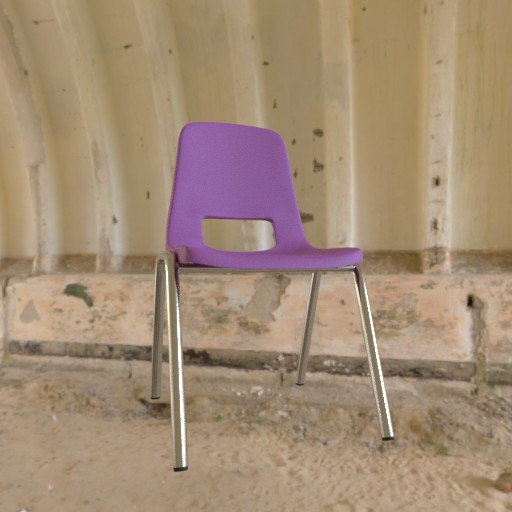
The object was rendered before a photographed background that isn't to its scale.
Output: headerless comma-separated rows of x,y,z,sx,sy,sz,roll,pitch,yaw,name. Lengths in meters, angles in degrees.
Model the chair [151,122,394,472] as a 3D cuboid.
0.000,0.000,0.683,0.291,0.493,0.301,0,-1,-18,chair
